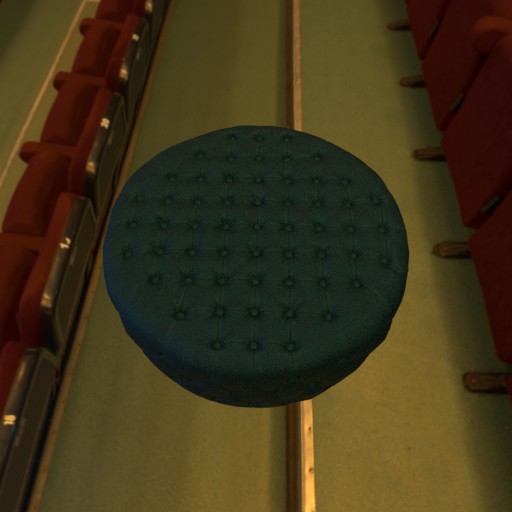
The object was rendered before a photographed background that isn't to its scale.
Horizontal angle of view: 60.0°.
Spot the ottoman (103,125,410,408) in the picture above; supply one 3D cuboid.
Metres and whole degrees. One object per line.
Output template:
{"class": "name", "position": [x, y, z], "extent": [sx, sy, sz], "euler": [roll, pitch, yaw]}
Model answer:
{"class": "ottoman", "position": [0.000, 0.000, 1.558], "extent": [0.998, 0.398, 0.998], "euler": [0, 58, 0]}
